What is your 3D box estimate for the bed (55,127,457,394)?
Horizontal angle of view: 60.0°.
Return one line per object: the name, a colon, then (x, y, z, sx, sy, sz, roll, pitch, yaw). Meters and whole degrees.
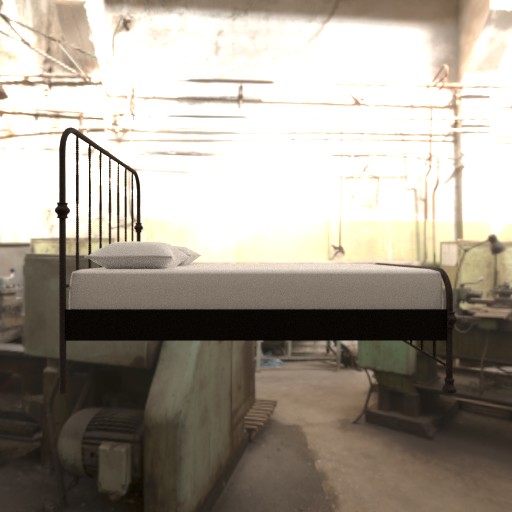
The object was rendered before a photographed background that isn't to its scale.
bed: (0.000, 0.000, 3.124, 2.134, 1.446, 1.616, 0, 0, 0)
